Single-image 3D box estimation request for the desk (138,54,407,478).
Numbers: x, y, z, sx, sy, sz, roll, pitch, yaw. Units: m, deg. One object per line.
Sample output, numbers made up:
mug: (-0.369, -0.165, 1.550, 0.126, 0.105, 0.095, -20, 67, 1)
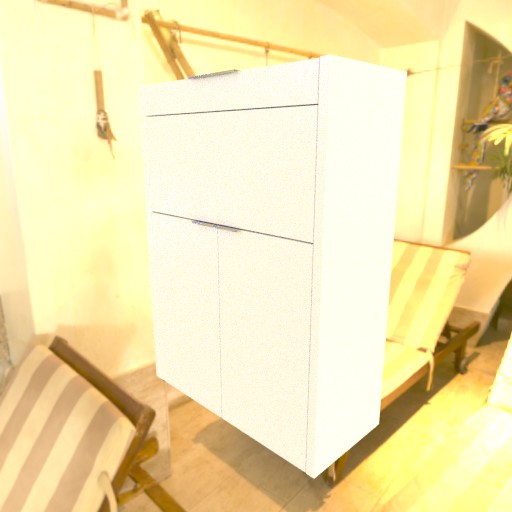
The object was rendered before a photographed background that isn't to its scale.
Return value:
desk: (0.000, 0.000, 1.594, 0.850, 1.190, 0.390, 14, 20, 43)
